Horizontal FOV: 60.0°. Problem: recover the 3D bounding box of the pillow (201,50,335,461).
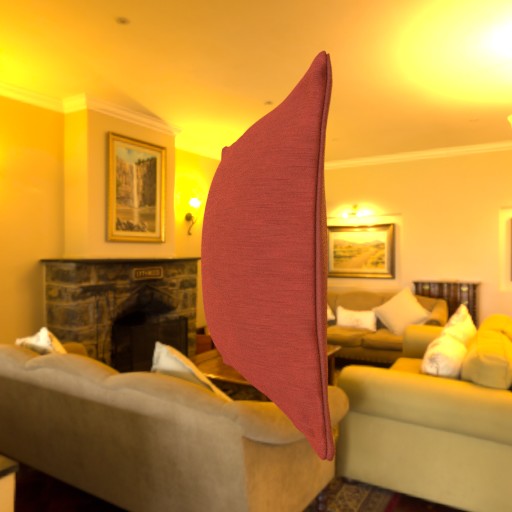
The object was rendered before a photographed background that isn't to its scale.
[{"bbox_3d":[0.000,0.000,0.647,0.151,0.416,0.435,0,0,-18],"label":"pillow"}]
